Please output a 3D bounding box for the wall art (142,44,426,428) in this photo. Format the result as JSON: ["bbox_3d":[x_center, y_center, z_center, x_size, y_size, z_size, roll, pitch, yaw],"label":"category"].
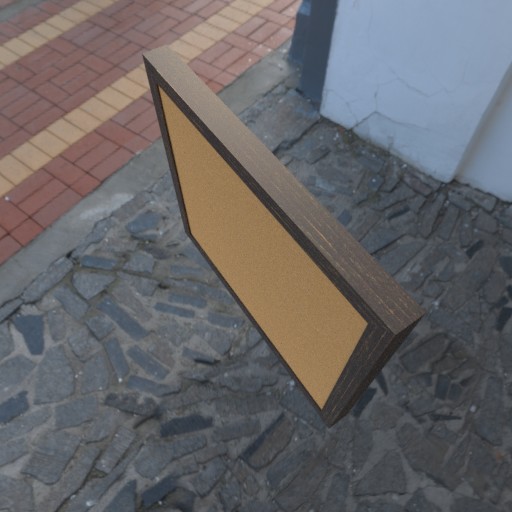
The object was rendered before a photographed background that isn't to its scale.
[{"bbox_3d":[0.000,0.000,0.530,0.031,0.330,0.381,-30,63,-17],"label":"wall art"}]
